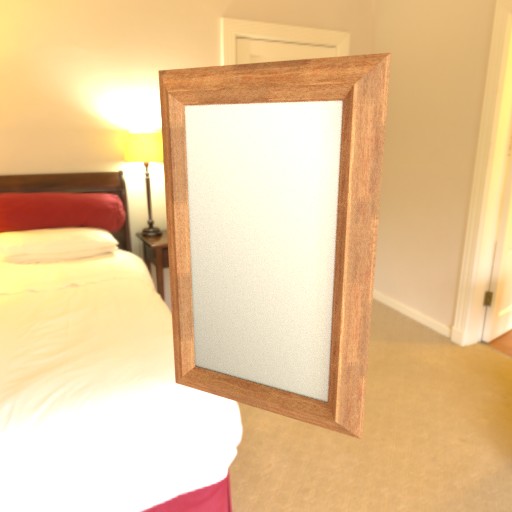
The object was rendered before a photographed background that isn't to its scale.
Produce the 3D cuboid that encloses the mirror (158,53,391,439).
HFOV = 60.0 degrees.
[{"bbox_3d":[0.000,0.000,1.244,0.651,1.010,0.047,8,17,26],"label":"mirror"}]
